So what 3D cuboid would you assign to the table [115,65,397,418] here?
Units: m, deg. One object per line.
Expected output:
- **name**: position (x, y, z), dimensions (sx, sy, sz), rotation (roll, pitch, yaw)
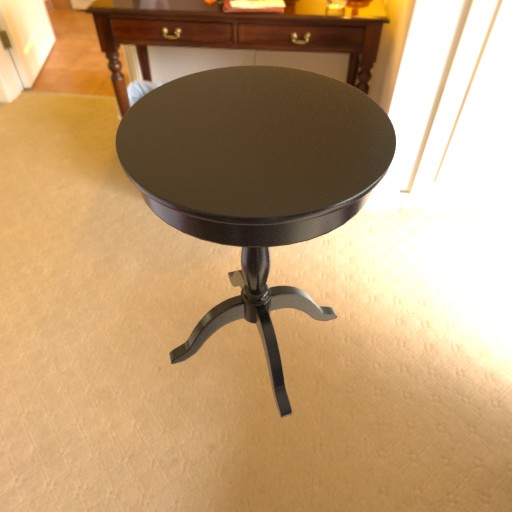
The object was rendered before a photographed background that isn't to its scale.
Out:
- **table**: position (0.000, 0.000, 1.009), dimensions (0.481, 0.665, 0.481), rotation (0, 47, 0)
